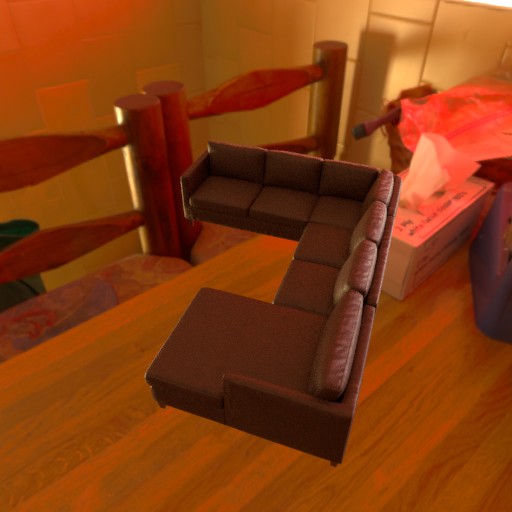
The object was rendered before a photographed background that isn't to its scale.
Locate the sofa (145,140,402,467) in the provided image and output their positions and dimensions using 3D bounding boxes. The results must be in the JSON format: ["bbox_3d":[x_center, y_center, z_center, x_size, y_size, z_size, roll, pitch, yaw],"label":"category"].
[{"bbox_3d":[0.000,0.000,4.626,2.593,0.923,3.460,13,41,15],"label":"sofa"}]
